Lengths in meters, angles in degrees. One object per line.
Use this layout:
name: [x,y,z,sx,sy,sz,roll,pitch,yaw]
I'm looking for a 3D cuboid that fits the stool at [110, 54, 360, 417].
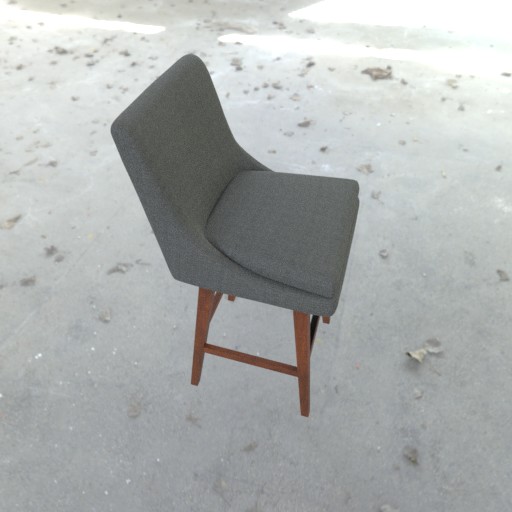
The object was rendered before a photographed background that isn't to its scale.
stool: [0.000,0.000,1.302,0.524,0.977,0.447,12,46,12]
